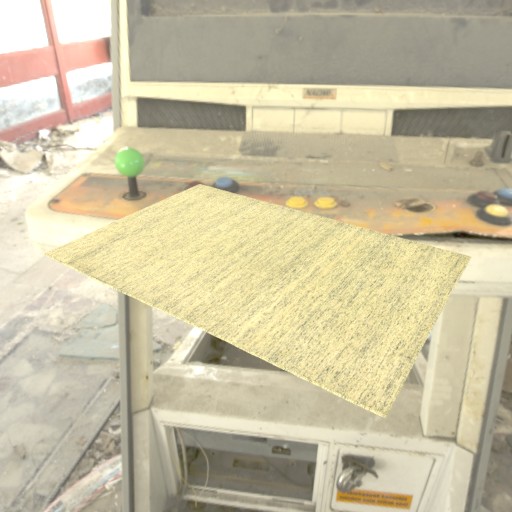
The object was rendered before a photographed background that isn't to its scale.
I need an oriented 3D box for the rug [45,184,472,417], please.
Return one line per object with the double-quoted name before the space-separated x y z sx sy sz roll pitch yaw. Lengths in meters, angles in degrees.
"rug" 0.000 0.000 2.814 2.263 0.017 1.523 19 35 29
